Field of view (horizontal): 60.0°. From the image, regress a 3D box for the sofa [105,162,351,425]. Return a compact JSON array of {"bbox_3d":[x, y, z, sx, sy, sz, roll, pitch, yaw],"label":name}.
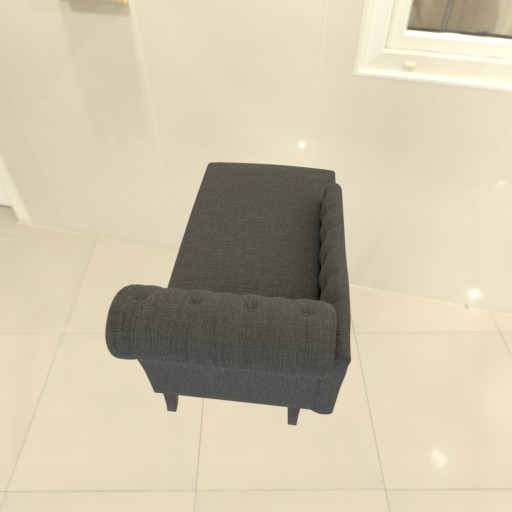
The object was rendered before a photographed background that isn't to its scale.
[{"bbox_3d":[0.000,0.000,1.816,0.675,0.787,1.379,5,45,5],"label":"sofa"}]
